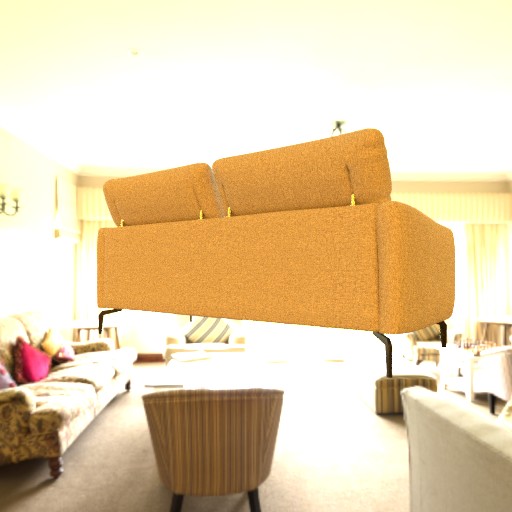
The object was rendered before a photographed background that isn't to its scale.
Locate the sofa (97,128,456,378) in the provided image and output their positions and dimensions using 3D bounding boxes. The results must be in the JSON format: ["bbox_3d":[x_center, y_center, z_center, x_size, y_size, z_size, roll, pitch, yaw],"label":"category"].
[{"bbox_3d":[0.000,0.000,2.532,2.015,0.956,0.856,-1,-2,37],"label":"sofa"}]
